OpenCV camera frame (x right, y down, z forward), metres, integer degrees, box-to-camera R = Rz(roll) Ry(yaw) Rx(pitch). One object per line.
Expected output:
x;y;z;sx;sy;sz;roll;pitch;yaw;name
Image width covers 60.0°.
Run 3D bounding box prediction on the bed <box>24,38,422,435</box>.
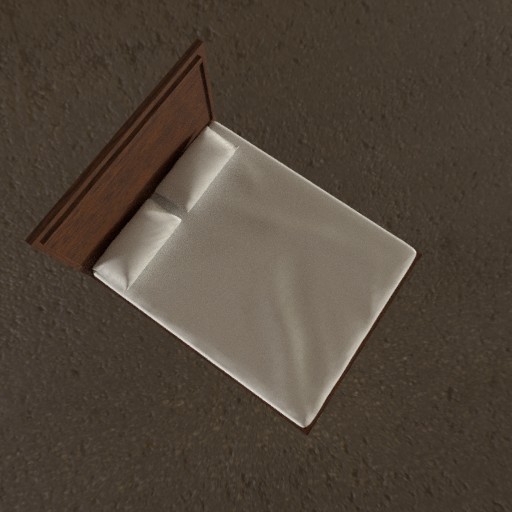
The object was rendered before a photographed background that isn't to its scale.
0.000;0.000;3.444;2.218;1.487;1.765;34;79;8;bed
